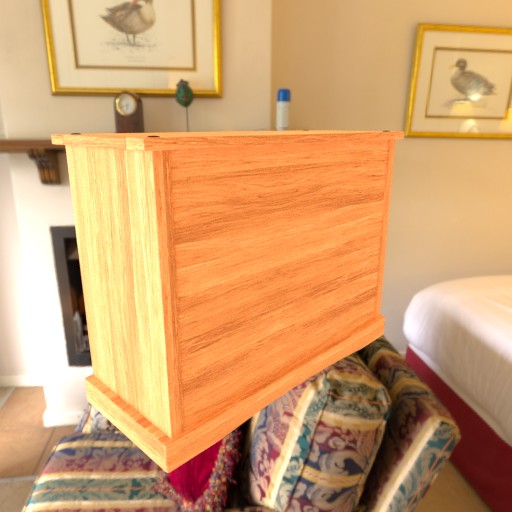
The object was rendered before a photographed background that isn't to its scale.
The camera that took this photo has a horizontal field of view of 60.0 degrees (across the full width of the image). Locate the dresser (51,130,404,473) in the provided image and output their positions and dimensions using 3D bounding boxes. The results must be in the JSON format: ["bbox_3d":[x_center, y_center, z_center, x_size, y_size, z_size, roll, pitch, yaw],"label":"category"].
[{"bbox_3d":[0.000,0.000,1.371,0.410,0.740,0.990,16,23,42],"label":"dresser"}]
